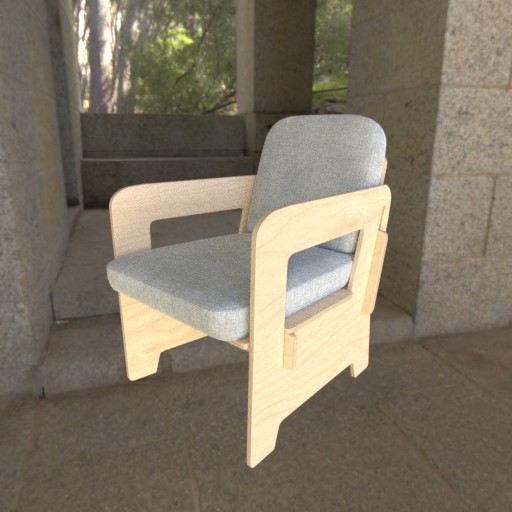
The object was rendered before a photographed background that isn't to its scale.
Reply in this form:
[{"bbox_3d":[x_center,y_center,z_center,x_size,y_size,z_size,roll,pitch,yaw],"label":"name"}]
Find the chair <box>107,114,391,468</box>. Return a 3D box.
[{"bbox_3d":[0.000,0.000,1.295,0.590,0.800,0.710,15,22,42],"label":"chair"}]
